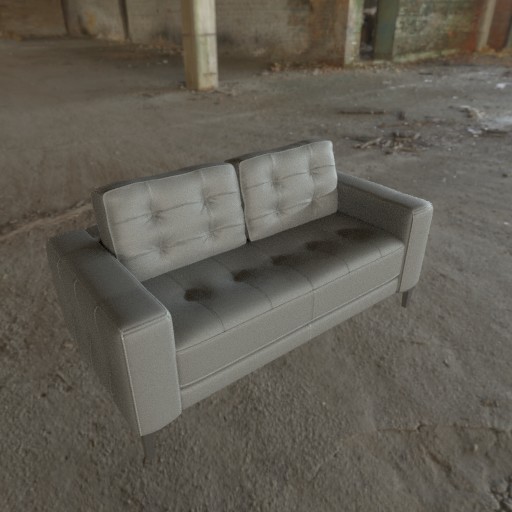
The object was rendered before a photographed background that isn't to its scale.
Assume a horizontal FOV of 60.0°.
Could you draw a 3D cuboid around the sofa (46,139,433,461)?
[{"bbox_3d":[0.000,0.000,2.180,1.726,0.893,0.833,-21,35,-32],"label":"sofa"}]
